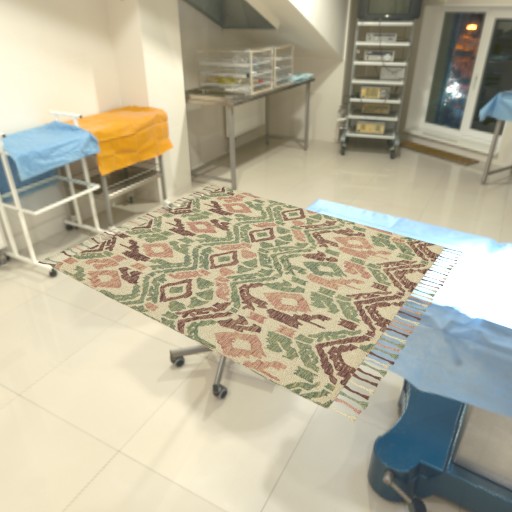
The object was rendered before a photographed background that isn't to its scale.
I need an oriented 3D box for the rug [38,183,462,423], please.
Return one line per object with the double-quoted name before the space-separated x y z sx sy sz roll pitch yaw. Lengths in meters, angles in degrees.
"rug" 0.000 0.000 4.025 3.048 0.010 2.438 19 35 30
